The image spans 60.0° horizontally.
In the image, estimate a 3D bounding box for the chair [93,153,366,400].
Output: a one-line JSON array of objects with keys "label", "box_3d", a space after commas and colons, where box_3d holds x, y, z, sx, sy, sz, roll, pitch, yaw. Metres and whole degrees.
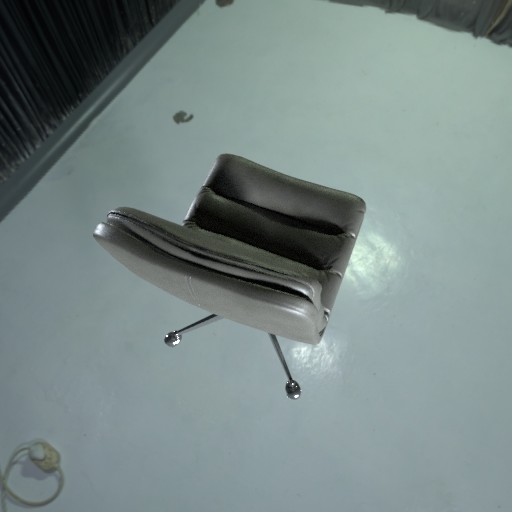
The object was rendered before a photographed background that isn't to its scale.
[{"label": "chair", "box_3d": [0.000, 0.000, 1.020, 0.422, 0.738, 0.485, 20, 64, 10]}]
